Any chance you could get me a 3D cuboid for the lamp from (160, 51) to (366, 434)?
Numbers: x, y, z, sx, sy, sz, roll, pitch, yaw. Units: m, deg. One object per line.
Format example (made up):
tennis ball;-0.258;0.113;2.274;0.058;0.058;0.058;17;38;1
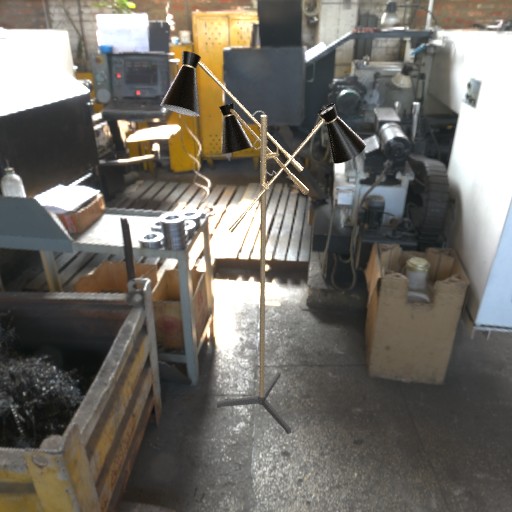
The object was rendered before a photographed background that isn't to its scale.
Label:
lamp;0.000;0.000;2.141;0.750;1.804;0.653;-18;32;-30
